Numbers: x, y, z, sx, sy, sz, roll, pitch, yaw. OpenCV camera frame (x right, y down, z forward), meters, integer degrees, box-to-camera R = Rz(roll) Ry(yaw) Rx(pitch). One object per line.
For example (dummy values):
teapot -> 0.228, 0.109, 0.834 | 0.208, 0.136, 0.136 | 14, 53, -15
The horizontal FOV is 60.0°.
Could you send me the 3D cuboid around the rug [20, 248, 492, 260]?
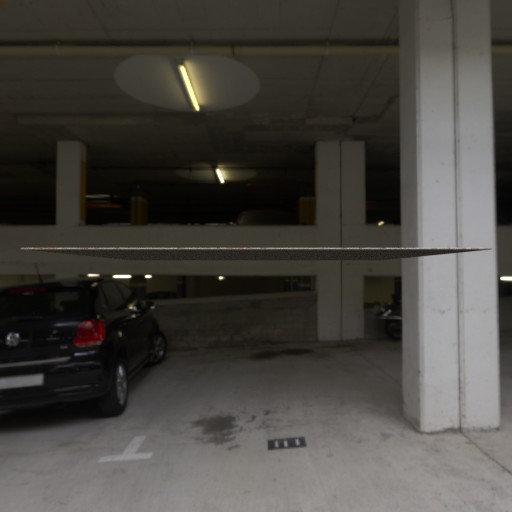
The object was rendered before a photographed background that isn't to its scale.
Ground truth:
rug -> 0.000, 0.000, 4.073 | 3.050, 0.011, 2.441 | 0, -2, 0
